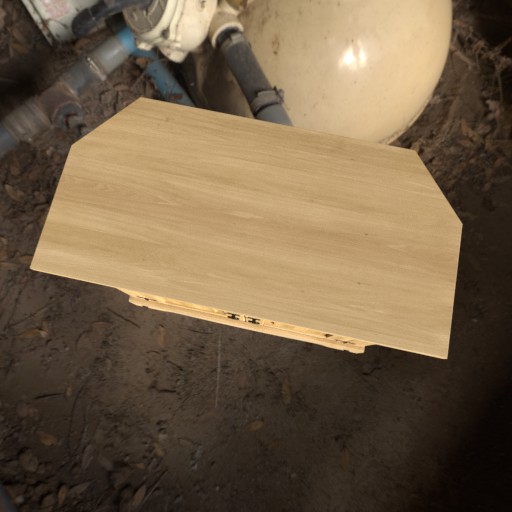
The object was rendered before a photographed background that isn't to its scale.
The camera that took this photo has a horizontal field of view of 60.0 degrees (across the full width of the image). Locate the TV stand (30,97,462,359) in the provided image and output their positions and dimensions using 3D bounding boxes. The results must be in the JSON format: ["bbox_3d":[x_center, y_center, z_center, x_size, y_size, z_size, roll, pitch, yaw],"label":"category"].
[{"bbox_3d":[0.000,0.000,1.308,0.851,0.781,0.425,12,77,3],"label":"TV stand"}]
